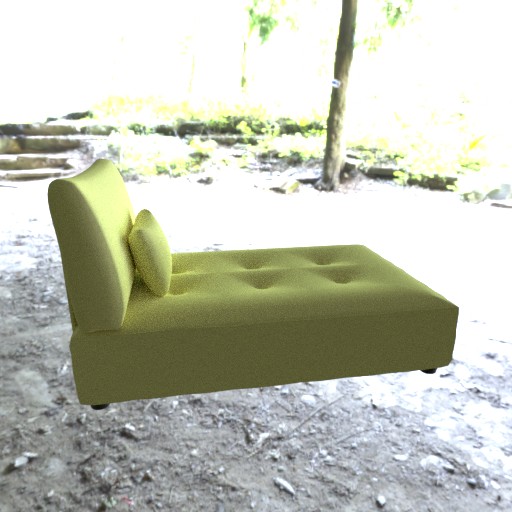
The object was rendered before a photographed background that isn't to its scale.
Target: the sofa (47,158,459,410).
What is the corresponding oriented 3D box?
[{"bbox_3d":[0.000,0.000,1.970,1.450,0.820,0.930,-3,18,-10],"label":"sofa"}]
